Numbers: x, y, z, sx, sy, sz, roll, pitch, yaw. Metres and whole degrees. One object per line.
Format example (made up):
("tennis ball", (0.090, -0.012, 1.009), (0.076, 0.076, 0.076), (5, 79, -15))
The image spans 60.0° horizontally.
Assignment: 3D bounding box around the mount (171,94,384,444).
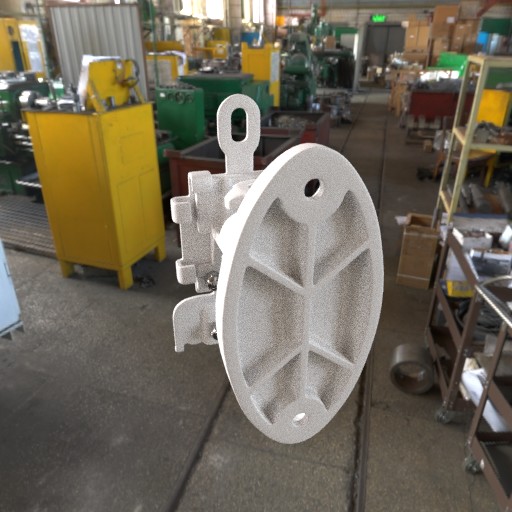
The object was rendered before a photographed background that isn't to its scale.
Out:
("mount", (0.000, 0.000, 0.178), (0.066, 0.118, 0.100), (-8, 27, -16))
